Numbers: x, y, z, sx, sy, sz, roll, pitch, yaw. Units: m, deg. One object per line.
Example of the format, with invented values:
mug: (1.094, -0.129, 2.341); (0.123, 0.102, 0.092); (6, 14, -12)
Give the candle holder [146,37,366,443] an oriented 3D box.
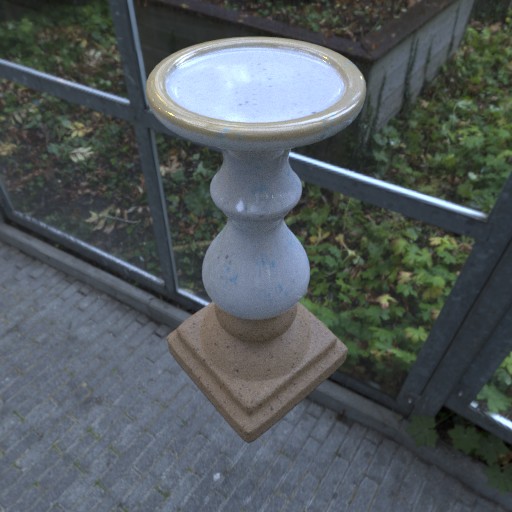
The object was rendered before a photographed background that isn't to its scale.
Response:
candle holder: (0.000, 0.000, 0.290); (0.110, 0.239, 0.110); (-32, 53, -27)
